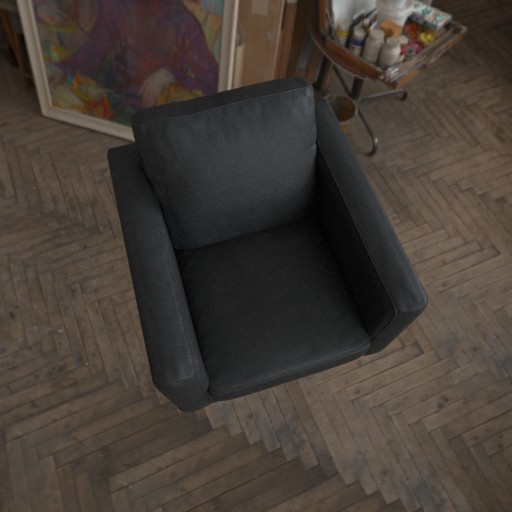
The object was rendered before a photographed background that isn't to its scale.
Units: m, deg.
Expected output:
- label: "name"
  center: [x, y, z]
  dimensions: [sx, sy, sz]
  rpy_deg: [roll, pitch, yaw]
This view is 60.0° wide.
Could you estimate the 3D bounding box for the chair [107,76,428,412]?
- label: "chair"
  center: [0.000, 0.000, 1.599]
  dimensions: [0.831, 0.898, 0.879]
  rpy_deg: [-15, 65, -8]
